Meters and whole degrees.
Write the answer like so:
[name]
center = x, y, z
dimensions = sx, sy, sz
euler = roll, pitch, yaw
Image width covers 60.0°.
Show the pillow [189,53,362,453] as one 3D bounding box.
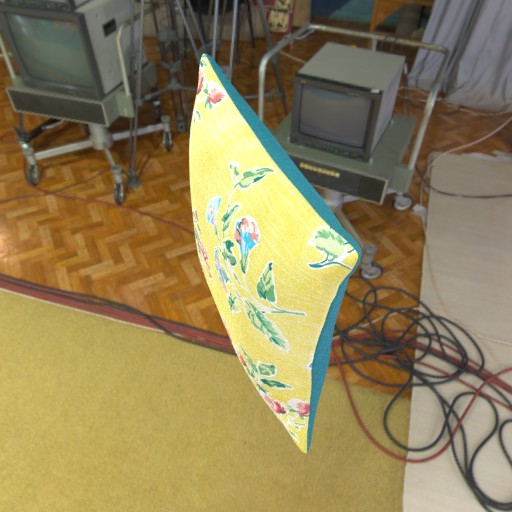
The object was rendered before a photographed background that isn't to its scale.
[pillow]
center = 0.000, 0.000, 0.778
dimensions = 0.166, 0.508, 0.525
euler = -16, 48, -15
